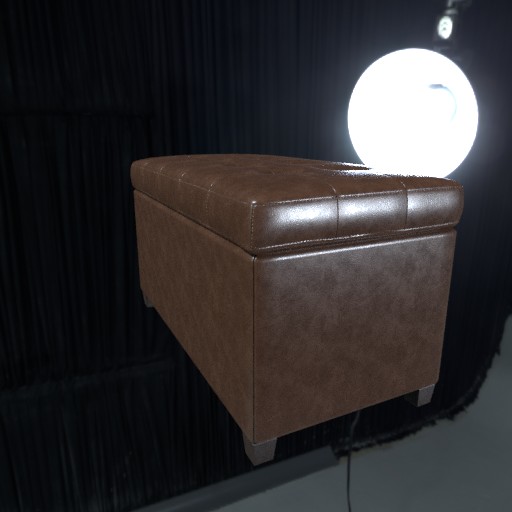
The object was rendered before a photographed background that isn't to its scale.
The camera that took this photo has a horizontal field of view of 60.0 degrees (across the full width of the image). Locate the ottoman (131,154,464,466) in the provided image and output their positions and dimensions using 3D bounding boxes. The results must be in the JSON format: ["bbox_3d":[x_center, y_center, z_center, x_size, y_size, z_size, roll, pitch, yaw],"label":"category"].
[{"bbox_3d":[0.000,0.000,1.107,0.432,0.470,0.838,-8,18,-25],"label":"ottoman"}]
